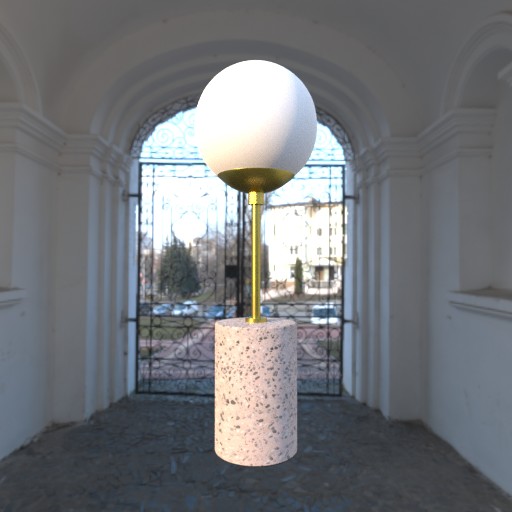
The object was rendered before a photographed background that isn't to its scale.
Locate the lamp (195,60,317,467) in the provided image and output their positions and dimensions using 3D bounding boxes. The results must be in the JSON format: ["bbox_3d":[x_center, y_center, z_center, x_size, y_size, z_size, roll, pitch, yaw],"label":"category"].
[{"bbox_3d":[0.000,0.000,0.557,0.153,0.480,0.153,0,-1,0],"label":"lamp"}]
